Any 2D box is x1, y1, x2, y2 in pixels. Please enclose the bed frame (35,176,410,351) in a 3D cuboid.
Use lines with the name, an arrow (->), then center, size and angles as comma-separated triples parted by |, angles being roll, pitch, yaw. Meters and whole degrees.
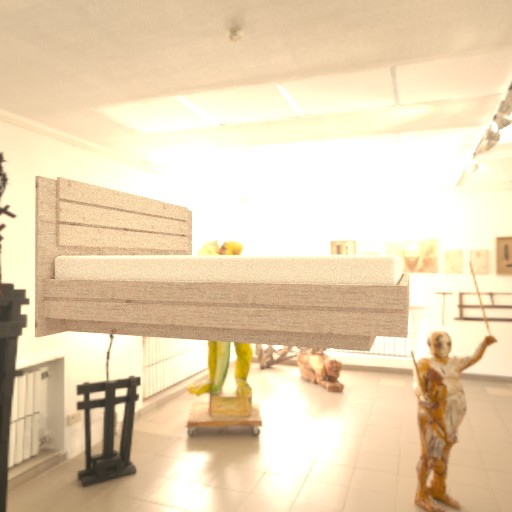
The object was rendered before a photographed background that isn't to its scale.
bed frame -> 0.000, 0.000, 3.191 | 2.080, 0.970, 1.950 | 0, -1, 19
